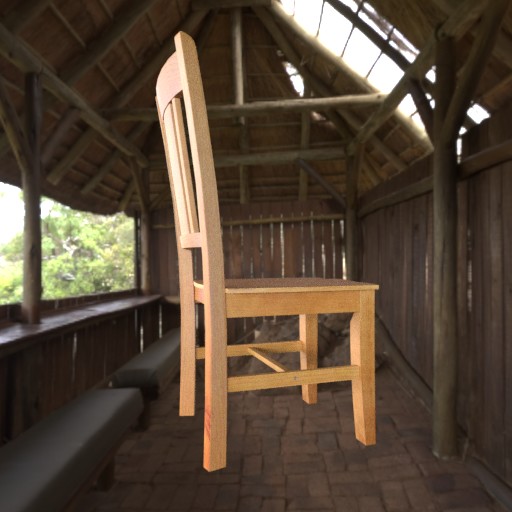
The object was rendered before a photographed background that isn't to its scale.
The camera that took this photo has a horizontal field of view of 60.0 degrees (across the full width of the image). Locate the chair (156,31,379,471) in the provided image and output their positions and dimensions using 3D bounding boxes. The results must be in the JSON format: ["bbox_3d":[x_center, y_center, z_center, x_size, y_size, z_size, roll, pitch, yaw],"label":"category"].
[{"bbox_3d":[0.000,0.000,1.275,0.556,0.998,0.450,0,0,-19],"label":"chair"}]
